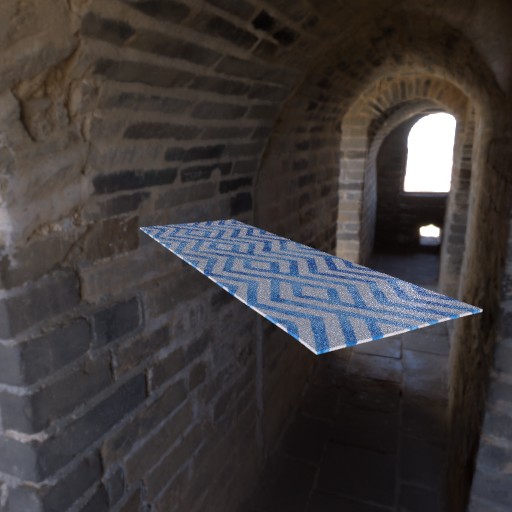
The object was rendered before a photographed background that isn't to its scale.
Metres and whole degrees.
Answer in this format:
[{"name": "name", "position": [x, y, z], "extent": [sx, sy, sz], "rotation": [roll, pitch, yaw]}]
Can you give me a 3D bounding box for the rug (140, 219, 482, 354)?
[{"name": "rug", "position": [0.000, 0.000, 1.633], "extent": [0.503, 0.007, 1.492], "rotation": [-7, 16, -27]}]
